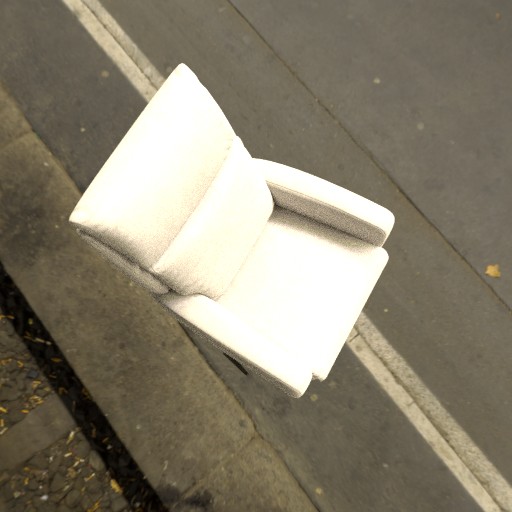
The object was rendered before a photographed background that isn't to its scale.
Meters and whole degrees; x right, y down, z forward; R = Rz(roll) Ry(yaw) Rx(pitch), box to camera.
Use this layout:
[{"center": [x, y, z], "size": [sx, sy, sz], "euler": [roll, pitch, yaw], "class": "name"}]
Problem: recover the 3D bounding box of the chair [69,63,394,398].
[{"center": [0.000, 0.000, 1.700], "size": [0.941, 1.015, 0.812], "euler": [30, 78, 7], "class": "chair"}]
